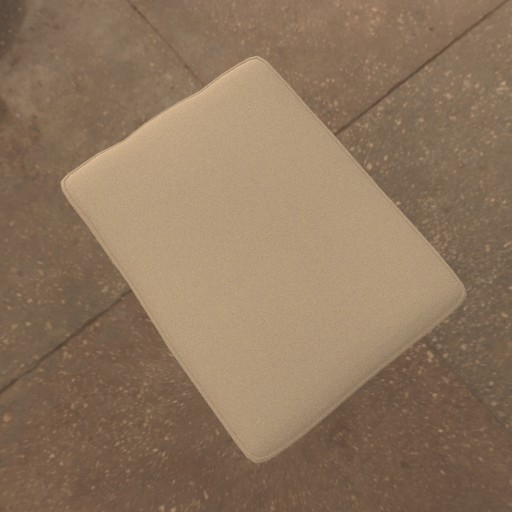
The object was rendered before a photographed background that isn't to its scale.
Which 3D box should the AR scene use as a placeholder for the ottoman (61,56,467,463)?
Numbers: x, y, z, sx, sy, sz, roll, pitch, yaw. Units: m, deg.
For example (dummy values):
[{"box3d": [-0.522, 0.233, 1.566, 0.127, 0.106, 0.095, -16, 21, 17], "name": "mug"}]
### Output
[{"box3d": [0.000, 0.000, 1.209, 0.634, 0.485, 0.818, -36, 78, -9], "name": "ottoman"}]
